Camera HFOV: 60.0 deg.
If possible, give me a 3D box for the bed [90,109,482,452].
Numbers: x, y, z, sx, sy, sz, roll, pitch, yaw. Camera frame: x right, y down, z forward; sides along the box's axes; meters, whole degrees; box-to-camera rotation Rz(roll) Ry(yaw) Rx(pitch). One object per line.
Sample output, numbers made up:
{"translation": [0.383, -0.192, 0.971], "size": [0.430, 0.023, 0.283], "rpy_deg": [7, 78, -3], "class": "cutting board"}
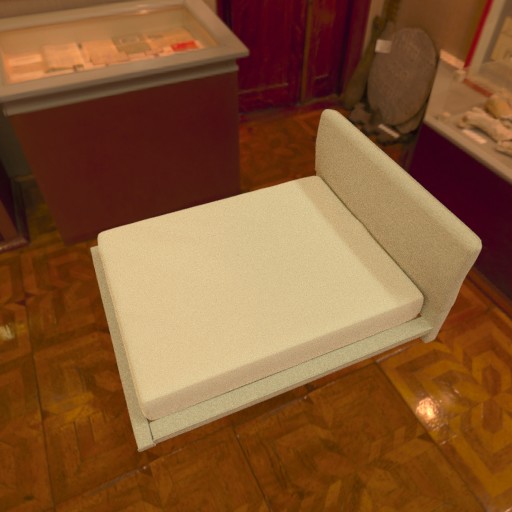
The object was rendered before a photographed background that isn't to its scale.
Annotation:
{"translation": [0.000, 0.000, 3.558], "size": [2.498, 1.126, 1.980], "rpy_deg": [-17, 49, -16], "class": "bed"}
